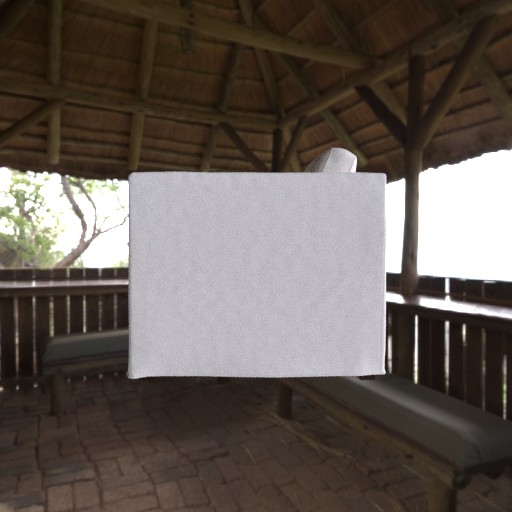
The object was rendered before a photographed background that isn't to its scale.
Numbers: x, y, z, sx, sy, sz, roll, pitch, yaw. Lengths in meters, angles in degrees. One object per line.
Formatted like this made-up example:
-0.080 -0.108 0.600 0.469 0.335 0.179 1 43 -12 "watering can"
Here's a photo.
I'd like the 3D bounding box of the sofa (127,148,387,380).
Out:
0.000 0.000 2.529 0.940 0.870 1.987 0 1 0 "sofa"
